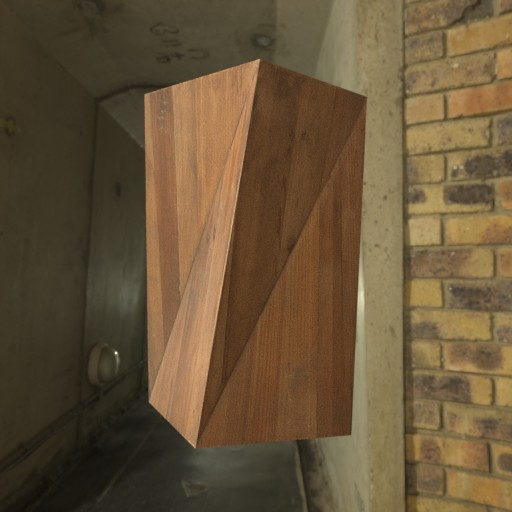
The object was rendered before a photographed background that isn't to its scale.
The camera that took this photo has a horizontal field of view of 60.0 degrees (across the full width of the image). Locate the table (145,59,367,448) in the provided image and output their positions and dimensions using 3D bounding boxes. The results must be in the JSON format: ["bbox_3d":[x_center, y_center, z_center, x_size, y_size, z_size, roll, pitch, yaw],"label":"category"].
[{"bbox_3d":[0.000,0.000,0.901,0.425,0.604,0.441,0,-1,-36],"label":"table"}]
